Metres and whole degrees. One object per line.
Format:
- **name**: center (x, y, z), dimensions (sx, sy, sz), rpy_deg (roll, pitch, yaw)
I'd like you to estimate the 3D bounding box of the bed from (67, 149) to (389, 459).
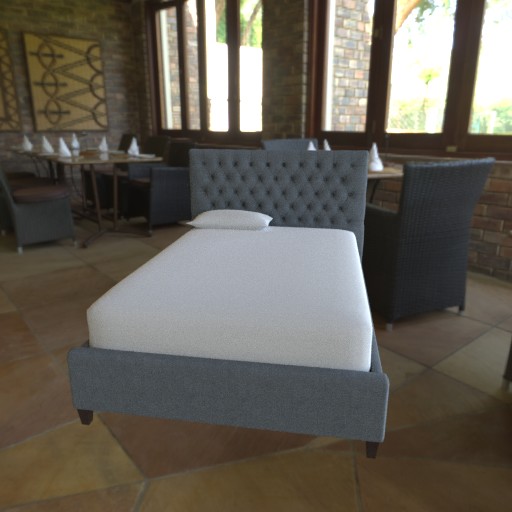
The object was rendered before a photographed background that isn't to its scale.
- **bed**: center (0.000, 0.000, 3.268), dimensions (1.698, 1.411, 2.335), rpy_deg (3, 17, 9)
